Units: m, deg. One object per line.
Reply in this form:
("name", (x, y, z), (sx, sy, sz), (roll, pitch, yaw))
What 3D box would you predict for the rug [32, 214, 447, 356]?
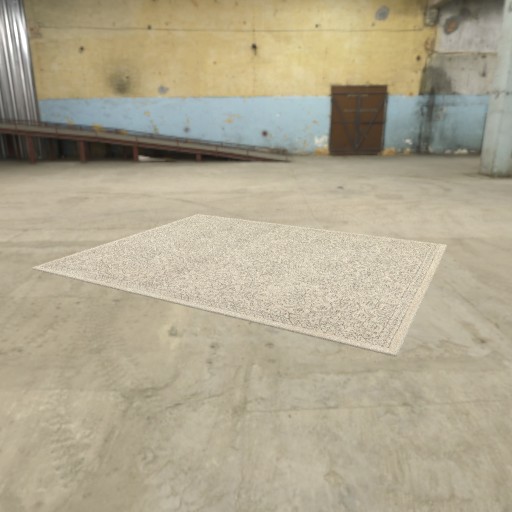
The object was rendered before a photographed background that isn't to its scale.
("rug", (0.000, 0.000, 4.119), (3.050, 0.015, 2.441), (9, 20, 27))
